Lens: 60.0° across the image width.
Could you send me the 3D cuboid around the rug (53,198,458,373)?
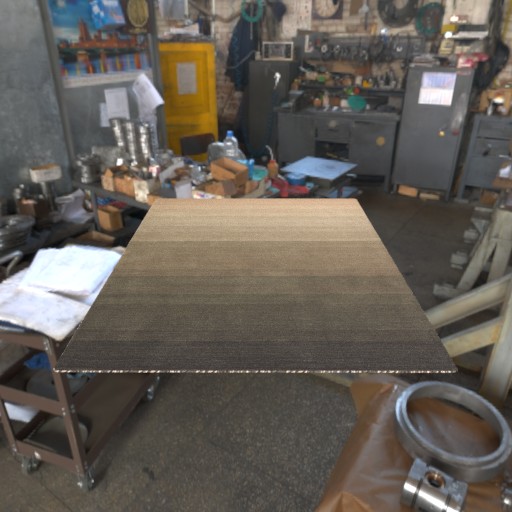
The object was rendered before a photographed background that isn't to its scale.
[{"bbox_3d":[0.000,0.000,3.794,2.306,0.017,2.902,0,27,0],"label":"rug"}]
